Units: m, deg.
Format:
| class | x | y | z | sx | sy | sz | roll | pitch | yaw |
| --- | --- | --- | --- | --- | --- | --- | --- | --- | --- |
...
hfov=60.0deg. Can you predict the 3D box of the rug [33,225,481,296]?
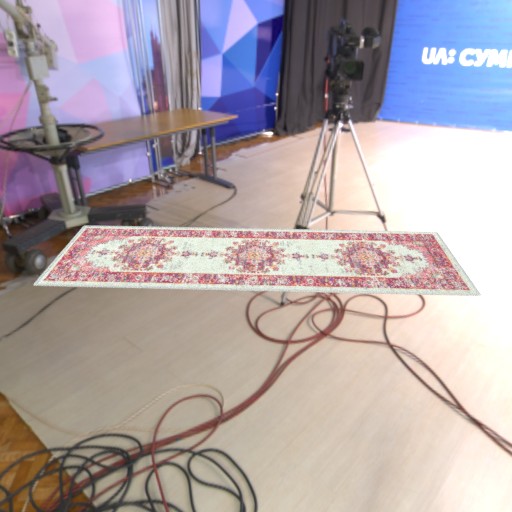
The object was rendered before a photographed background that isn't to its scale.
| class | x | y | z | sx | sy | sz | roll | pitch | yaw |
| --- | --- | --- | --- | --- | --- | --- | --- | --- | --- |
| rug | 0.000 | 0.000 | 2.040 | 1.824 | 0.009 | 0.562 | 1 | 30 | 2 |
